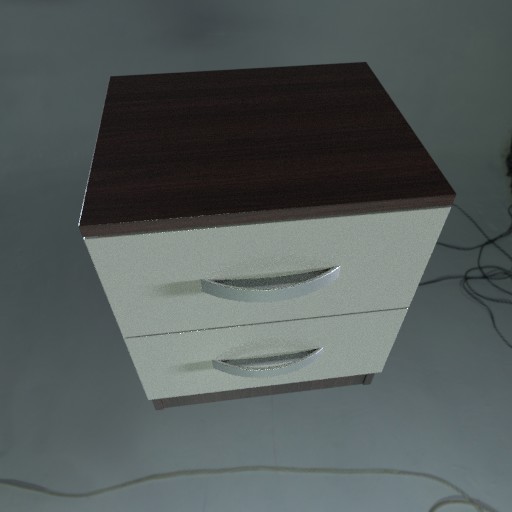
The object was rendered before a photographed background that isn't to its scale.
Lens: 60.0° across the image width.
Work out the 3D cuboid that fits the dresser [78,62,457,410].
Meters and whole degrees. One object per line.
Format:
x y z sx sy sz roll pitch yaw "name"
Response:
0.000 0.000 0.739 0.400 0.470 0.360 -5 47 -5 "dresser"
